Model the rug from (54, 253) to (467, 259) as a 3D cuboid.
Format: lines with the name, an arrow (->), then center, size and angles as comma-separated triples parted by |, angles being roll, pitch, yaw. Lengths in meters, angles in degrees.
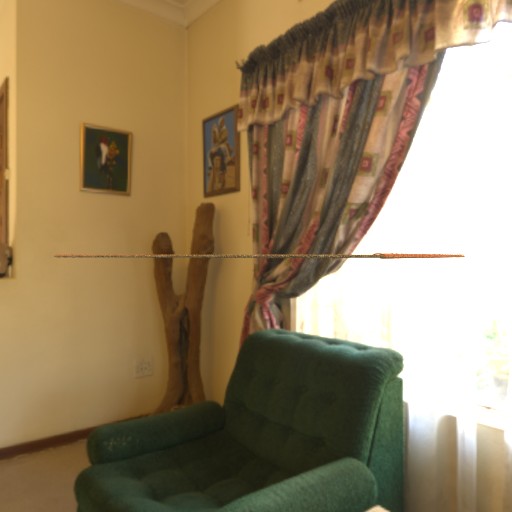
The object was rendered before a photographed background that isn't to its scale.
rug -> 0.000, 0.000, 2.331 | 1.838, 0.019, 1.220 | 0, 0, 35
